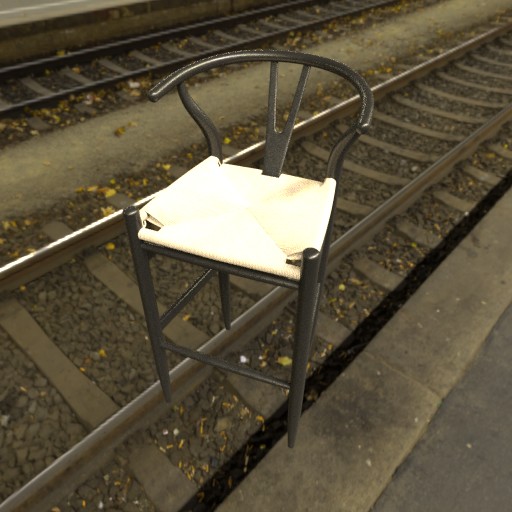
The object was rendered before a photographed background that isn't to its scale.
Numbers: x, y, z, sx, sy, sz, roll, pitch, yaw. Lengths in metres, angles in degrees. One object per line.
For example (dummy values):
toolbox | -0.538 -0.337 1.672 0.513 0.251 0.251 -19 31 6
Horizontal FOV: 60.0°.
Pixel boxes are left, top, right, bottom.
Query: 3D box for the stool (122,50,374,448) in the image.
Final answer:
stool | 0.000 0.000 1.392 0.569 1.072 0.579 14 42 16
